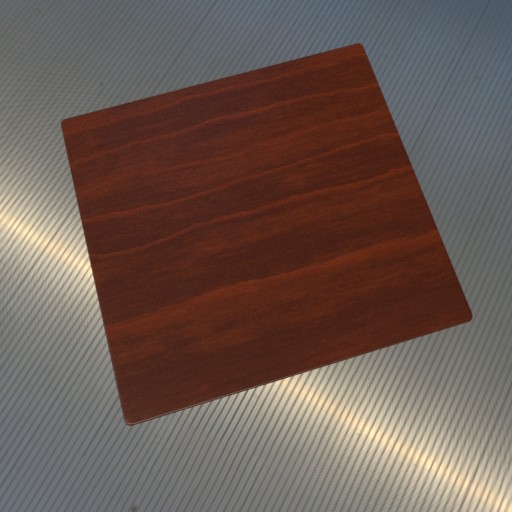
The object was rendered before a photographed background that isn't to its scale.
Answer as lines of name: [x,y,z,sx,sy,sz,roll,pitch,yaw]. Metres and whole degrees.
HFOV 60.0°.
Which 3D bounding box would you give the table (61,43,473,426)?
table: [0.000,0.000,0.969,0.533,0.567,0.500,-16,77,-4]
